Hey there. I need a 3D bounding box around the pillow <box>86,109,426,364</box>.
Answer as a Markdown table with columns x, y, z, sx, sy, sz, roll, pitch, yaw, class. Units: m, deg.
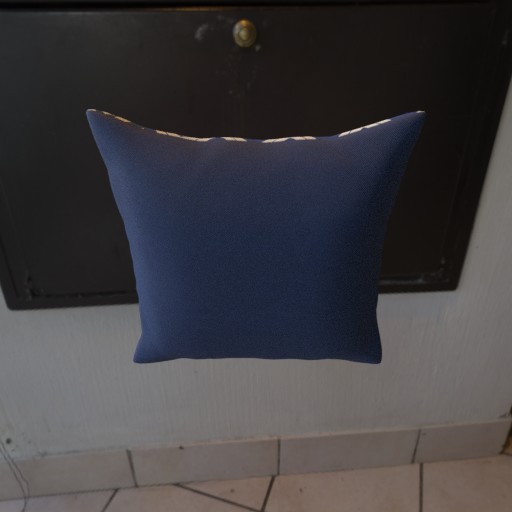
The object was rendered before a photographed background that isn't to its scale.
| x | y | z | sx | sy | sz | roll | pitch | yaw | class |
| --- | --- | --- | --- | --- | --- | --- | --- | --- | --- |
| 0.000 | 0.000 | 0.775 | 0.504 | 0.494 | 0.188 | 0 | 29 | 0 | pillow |
